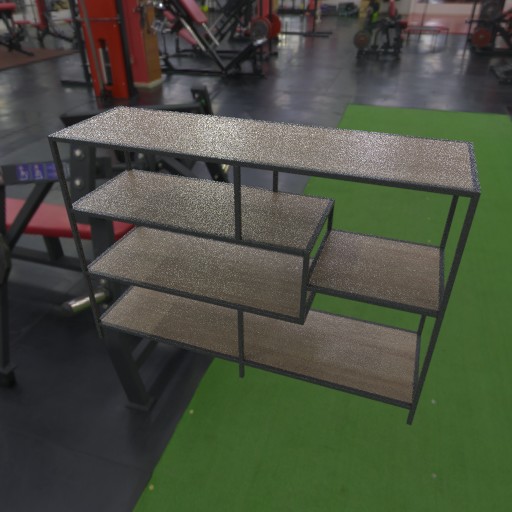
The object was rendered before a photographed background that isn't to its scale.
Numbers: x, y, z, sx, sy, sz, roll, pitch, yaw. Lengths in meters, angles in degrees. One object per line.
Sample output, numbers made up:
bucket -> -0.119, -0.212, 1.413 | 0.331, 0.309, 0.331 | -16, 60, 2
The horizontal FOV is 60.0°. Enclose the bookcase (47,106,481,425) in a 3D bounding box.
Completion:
bookcase -> 0.000, 0.000, 1.450 | 1.140, 0.780, 0.350 | 11, 34, 16
